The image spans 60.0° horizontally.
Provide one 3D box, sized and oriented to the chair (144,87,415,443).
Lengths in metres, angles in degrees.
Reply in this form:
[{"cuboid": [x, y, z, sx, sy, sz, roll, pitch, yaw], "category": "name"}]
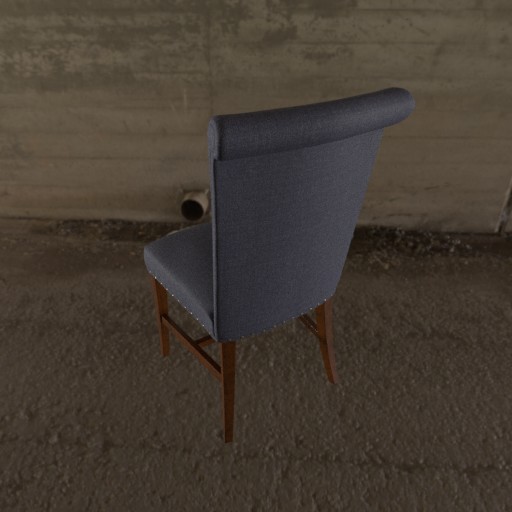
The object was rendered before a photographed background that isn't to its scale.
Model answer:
[{"cuboid": [0.000, 0.000, 1.328, 0.513, 0.988, 0.608, -19, 36, -28], "category": "chair"}]
